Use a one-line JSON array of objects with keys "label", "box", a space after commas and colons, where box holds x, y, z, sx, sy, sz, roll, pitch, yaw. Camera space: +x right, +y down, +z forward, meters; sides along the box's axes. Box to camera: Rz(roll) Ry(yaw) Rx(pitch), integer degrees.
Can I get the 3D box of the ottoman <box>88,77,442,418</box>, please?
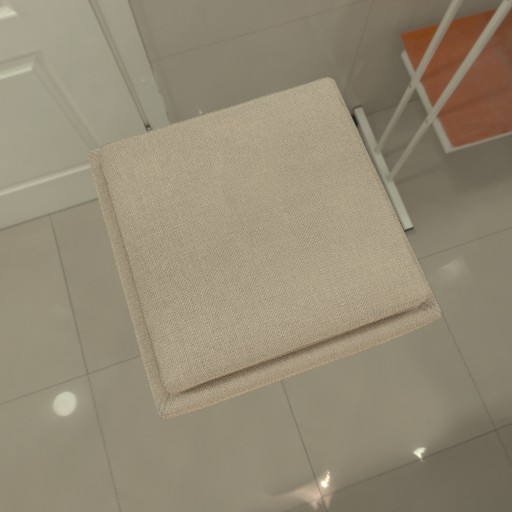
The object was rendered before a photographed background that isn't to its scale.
[{"label": "ottoman", "box": [0.000, 0.000, 0.833, 0.451, 0.460, 0.450, -19, 75, -5]}]
